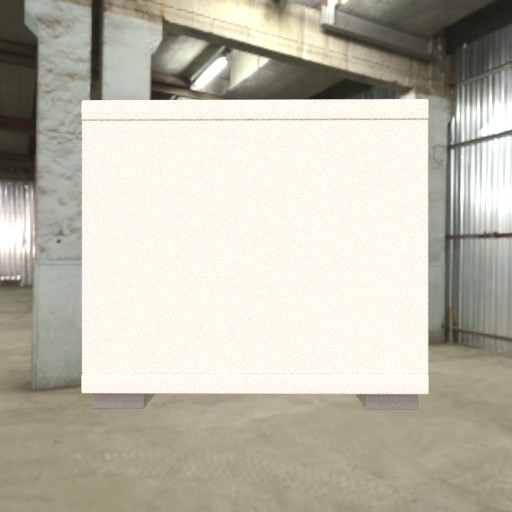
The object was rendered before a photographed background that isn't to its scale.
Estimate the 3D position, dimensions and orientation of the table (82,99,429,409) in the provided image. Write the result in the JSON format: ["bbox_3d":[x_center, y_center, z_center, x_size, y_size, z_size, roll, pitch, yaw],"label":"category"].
[{"bbox_3d":[0.000,0.000,0.765,0.399,0.357,0.517,0,0,1],"label":"table"}]
